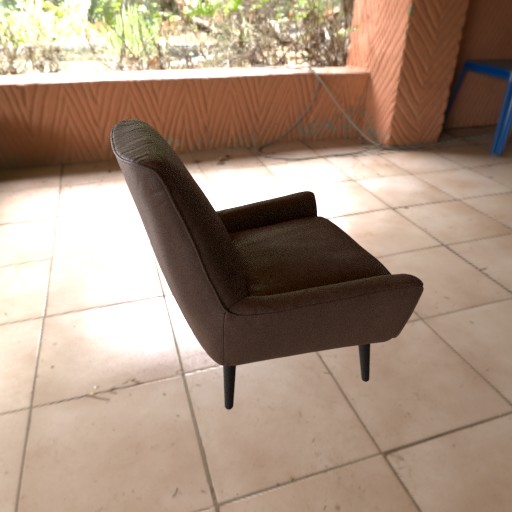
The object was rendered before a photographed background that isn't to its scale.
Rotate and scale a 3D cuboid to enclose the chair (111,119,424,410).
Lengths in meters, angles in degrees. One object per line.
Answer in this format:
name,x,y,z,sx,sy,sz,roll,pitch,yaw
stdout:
chair,0.000,0.000,1.521,0.824,0.888,0.787,-10,31,-16
